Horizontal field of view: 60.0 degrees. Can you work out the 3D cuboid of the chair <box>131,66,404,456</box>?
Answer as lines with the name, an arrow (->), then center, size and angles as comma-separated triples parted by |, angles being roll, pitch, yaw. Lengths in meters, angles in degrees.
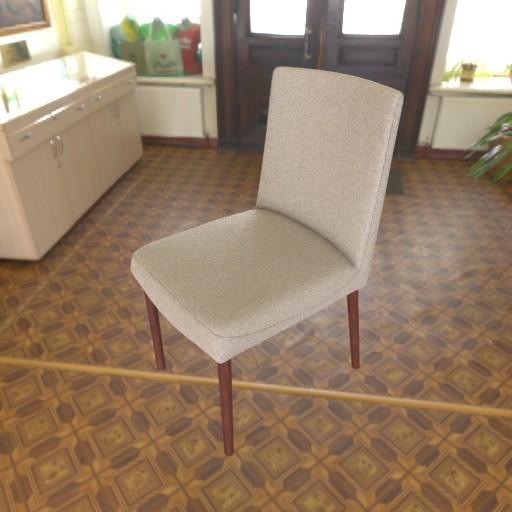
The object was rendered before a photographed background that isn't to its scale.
chair -> 0.000, 0.000, 1.186 | 0.570, 0.859, 0.456 | -22, 38, -31
